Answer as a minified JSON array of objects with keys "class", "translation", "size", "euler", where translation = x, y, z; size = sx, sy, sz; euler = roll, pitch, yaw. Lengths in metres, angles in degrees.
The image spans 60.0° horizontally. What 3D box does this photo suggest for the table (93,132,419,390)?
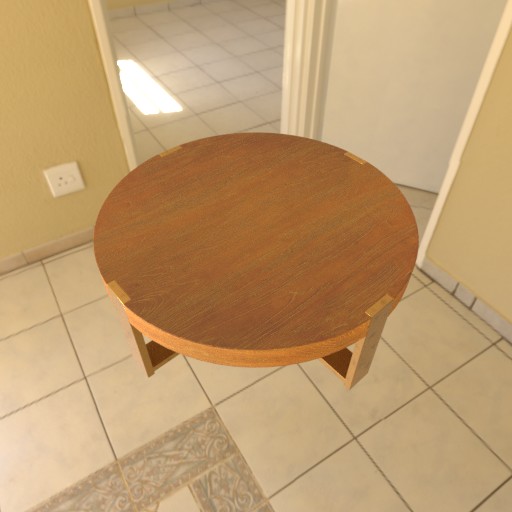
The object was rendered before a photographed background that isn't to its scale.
[{"class":"table","translation":[0.000,0.000,1.700],"size":[1.100,0.420,1.100],"euler":[0,45,0]}]
